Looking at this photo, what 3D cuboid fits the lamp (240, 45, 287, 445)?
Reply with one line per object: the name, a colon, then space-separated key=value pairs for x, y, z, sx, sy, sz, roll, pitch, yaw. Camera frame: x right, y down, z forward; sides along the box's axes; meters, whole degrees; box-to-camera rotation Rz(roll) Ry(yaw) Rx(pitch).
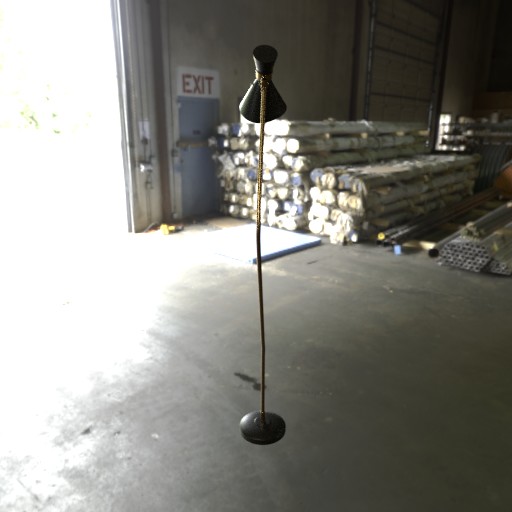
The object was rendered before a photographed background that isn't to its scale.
lamp: x=0.000 y=0.000 z=1.637 sx=0.277 sy=1.438 sz=0.467 roll=8 pitch=18 yaw=26
